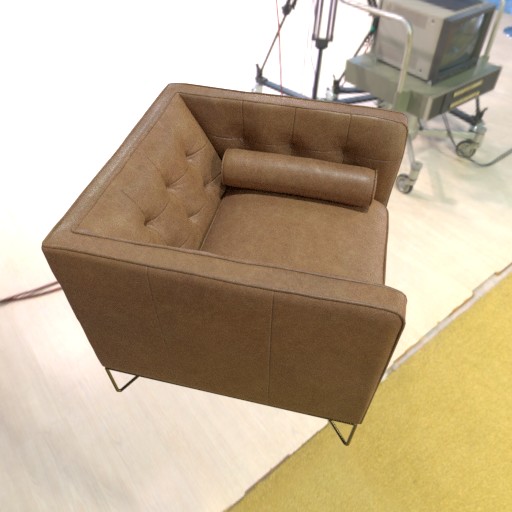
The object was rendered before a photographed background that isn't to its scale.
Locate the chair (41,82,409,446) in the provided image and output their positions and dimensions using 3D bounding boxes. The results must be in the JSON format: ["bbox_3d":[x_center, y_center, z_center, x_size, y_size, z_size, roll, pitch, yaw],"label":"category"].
[{"bbox_3d":[0.000,0.000,1.602,0.912,0.797,0.920,10,48,9],"label":"chair"}]
